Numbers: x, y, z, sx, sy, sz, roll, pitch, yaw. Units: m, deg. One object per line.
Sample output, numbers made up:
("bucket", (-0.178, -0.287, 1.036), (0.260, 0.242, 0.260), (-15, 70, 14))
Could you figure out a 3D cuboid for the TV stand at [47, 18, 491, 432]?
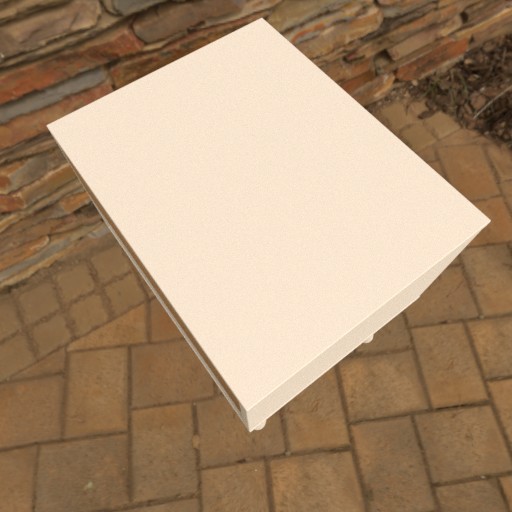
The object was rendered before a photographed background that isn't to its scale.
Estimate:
("TV stand", (0.000, 0.000, 0.879), (0.405, 0.559, 0.508), (-34, 69, -15))
